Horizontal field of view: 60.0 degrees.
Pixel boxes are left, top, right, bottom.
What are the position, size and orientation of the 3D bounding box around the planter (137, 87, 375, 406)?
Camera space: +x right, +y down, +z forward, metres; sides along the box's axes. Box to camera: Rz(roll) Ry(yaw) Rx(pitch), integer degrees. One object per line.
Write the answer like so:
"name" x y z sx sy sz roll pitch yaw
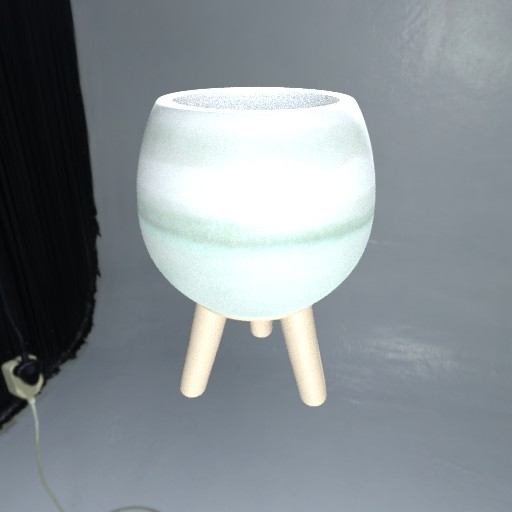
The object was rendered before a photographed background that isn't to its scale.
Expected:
"planter" 0.000 0.000 0.329 0.161 0.224 0.161 0 26 0
